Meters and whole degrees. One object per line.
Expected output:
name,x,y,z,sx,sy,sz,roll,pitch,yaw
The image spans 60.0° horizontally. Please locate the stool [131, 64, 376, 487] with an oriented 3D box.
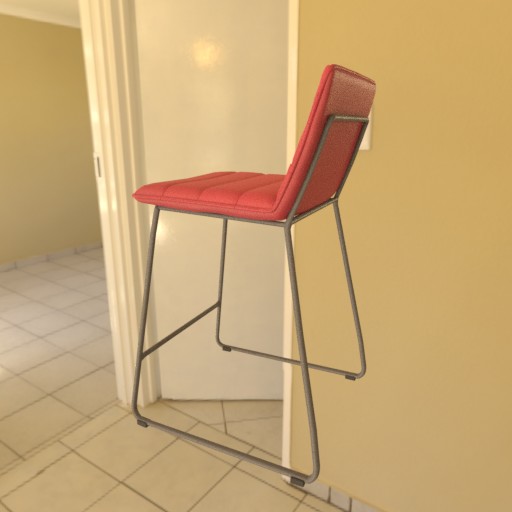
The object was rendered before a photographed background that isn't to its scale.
stool,0.000,0.000,1.151,0.524,0.866,0.489,8,18,25
